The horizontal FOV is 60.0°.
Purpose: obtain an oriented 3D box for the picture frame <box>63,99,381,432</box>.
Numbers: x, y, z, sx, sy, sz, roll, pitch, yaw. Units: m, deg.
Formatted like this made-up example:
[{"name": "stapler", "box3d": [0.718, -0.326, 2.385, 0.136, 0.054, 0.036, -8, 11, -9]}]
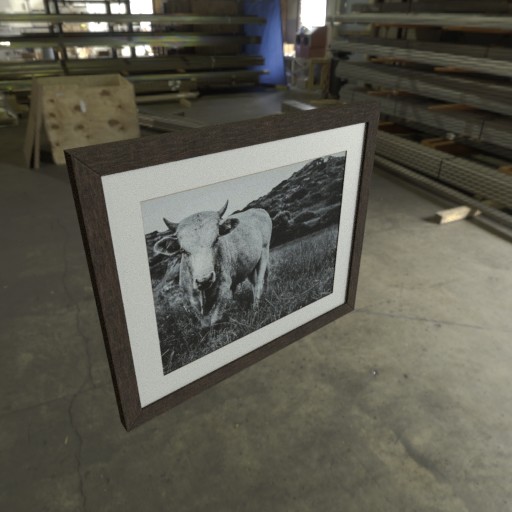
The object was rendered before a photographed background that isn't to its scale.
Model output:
[{"name": "picture frame", "box3d": [0.000, 0.000, 0.762, 0.546, 0.455, 0.026, -21, 35, -33]}]
